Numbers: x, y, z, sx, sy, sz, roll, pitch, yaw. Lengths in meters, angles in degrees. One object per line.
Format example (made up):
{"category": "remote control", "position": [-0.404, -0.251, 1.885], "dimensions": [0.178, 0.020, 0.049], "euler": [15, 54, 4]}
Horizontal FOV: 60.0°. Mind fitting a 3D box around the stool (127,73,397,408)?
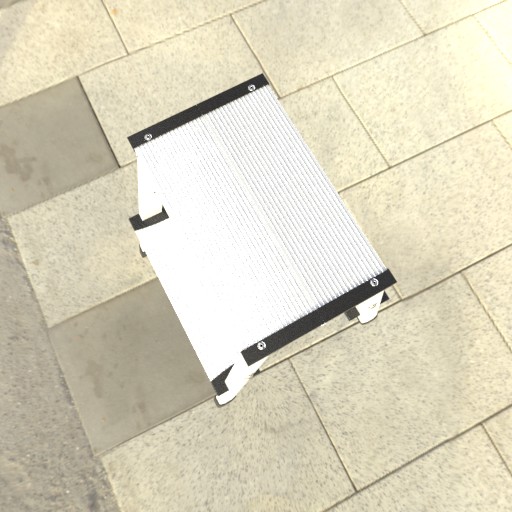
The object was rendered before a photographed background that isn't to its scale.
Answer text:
{"category": "stool", "position": [0.000, 0.000, 0.784], "dimensions": [0.405, 0.480, 0.404], "euler": [-28, 77, -7]}
